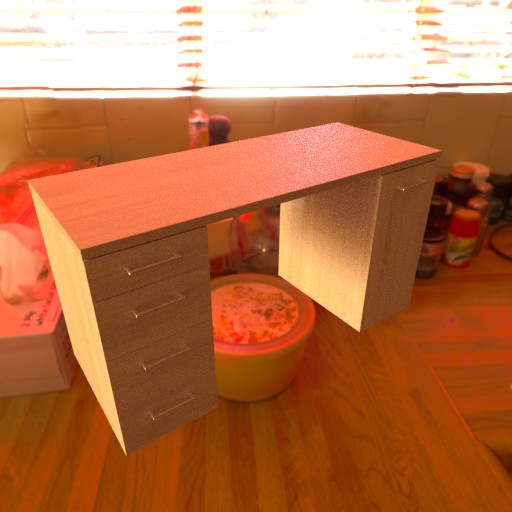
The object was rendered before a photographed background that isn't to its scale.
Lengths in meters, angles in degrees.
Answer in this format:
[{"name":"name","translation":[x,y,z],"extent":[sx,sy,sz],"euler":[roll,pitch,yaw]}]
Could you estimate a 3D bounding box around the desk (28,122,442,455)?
[{"name":"desk","translation":[0.000,0.000,1.750],"extent":[1.390,0.740,0.600],"euler":[-19,35,-30]}]
